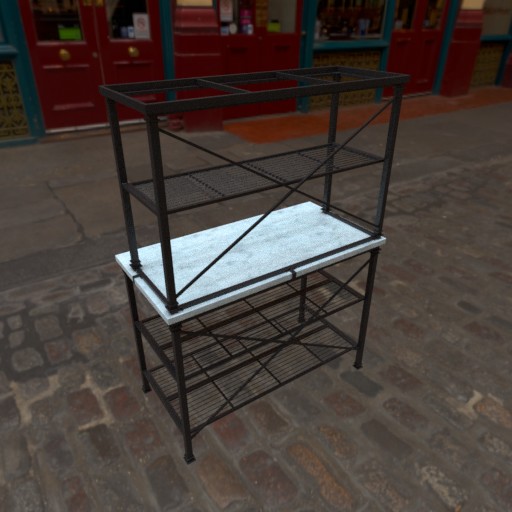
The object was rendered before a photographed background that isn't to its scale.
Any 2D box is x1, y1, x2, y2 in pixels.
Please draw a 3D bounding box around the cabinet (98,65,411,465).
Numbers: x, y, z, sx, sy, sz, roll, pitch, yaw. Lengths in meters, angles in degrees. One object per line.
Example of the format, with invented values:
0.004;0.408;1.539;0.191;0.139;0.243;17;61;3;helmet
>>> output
0.000;0.000;2.209;1.210;1.659;0.610;-18;34;-29;cabinet
